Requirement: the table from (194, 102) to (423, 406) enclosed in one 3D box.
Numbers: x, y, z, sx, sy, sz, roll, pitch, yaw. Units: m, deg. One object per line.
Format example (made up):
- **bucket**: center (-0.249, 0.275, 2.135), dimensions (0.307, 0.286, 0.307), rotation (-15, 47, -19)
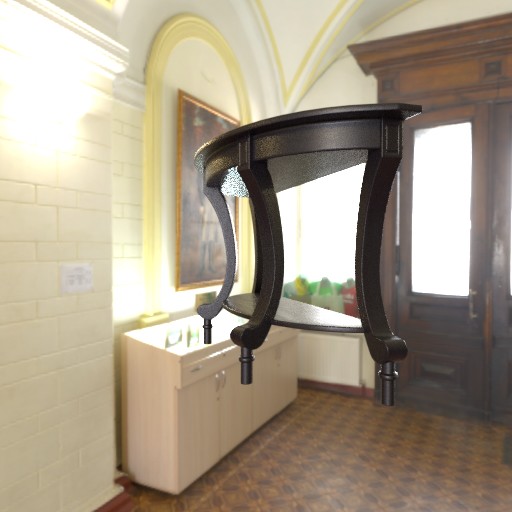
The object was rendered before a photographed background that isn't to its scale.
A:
- **table**: center (0.000, 0.000, 1.503), dimensions (0.394, 0.692, 1.198), rotation (0, 1, -18)
